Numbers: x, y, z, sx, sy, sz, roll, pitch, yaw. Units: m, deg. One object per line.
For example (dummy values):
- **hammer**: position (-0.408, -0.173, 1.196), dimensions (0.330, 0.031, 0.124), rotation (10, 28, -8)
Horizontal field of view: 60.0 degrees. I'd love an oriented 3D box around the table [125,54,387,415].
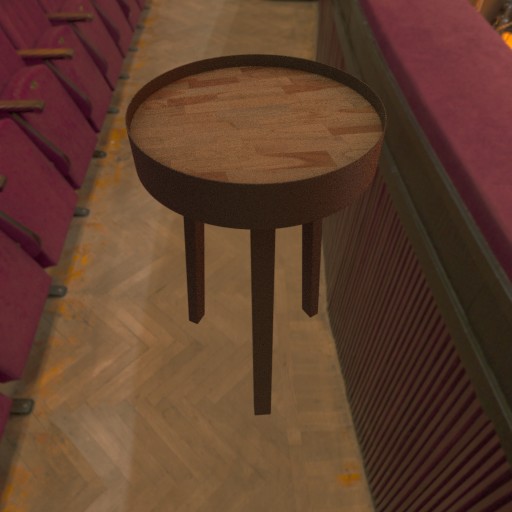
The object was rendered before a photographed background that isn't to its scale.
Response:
- **table**: position (0.000, 0.000, 0.949), dimensions (0.406, 0.686, 0.406), rotation (-2, 46, -2)
